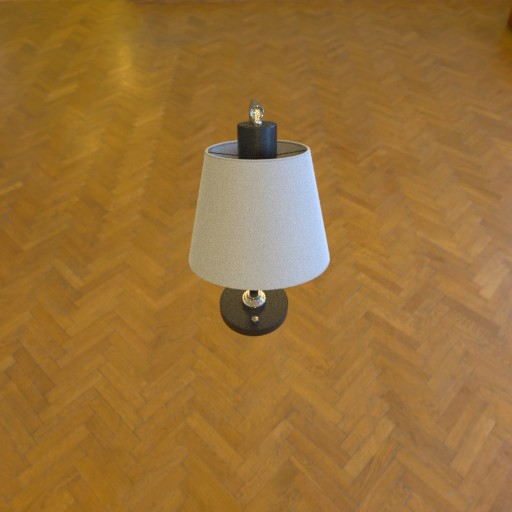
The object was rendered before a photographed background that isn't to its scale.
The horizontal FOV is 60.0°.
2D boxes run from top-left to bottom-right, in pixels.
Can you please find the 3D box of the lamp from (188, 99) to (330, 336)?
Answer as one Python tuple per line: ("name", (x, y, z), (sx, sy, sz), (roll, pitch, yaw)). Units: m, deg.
("lamp", (0.000, 0.000, 0.705), (0.181, 0.539, 0.348), (-2, 46, -2))
